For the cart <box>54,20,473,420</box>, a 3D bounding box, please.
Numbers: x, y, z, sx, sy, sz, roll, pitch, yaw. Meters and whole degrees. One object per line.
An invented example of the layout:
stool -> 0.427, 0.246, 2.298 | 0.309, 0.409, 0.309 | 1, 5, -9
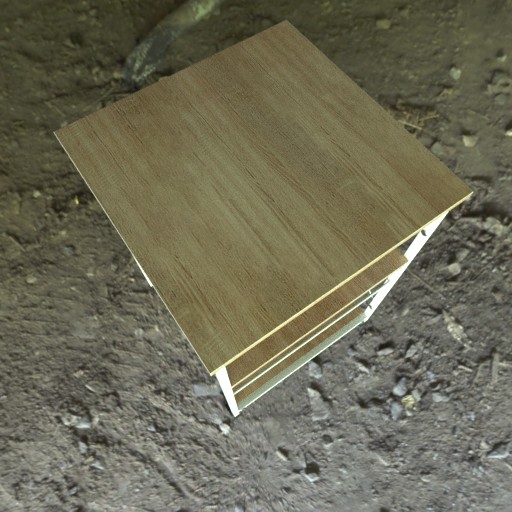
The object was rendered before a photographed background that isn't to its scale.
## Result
cart -> 0.000, 0.000, 1.108 | 0.520, 0.762, 0.521 | -32, 69, -14
